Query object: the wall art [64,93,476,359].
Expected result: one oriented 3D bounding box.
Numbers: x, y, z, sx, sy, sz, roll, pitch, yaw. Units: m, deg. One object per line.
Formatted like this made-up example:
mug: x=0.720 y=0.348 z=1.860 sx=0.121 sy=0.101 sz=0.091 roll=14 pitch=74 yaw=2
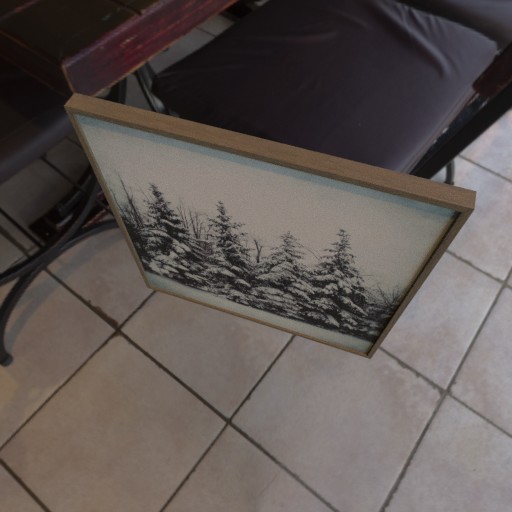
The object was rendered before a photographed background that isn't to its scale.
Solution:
wall art: x=0.000 y=0.000 z=1.111 sx=0.758 sy=0.758 sz=0.039 roll=16 pitch=60 yaw=10
